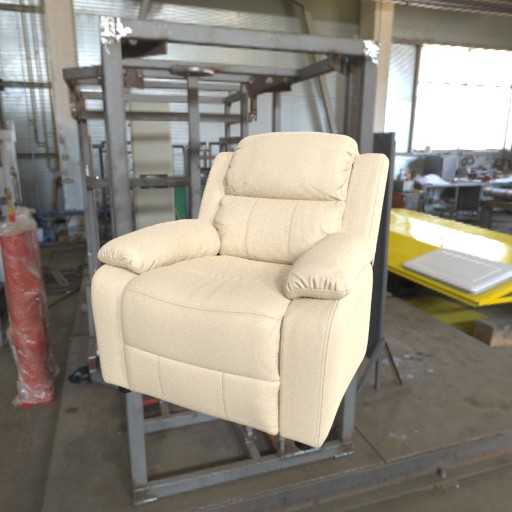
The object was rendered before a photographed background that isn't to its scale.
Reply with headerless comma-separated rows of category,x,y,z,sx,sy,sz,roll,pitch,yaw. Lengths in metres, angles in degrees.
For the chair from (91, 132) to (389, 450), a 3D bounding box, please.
chair,0.000,0.000,1.278,0.680,0.702,0.709,7,16,26
